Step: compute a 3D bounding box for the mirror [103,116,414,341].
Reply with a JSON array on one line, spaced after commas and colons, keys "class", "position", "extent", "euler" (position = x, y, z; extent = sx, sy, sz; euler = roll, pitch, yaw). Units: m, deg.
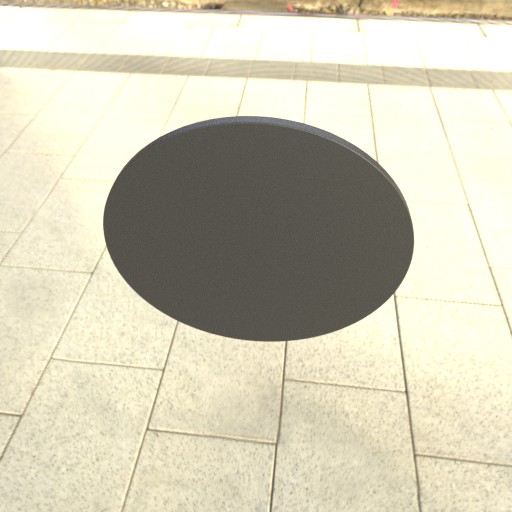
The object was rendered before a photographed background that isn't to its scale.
[{"class": "mirror", "position": [0.000, 0.000, 1.588], "extent": [1.077, 1.077, 0.036], "euler": [3, 47, 3]}]
